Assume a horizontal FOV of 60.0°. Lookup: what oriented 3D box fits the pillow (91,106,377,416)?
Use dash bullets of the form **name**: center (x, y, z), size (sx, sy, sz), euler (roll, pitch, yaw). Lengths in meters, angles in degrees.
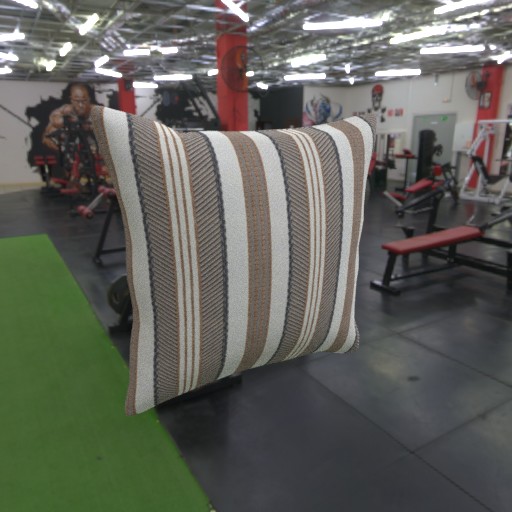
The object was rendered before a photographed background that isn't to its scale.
- **pillow**: center (0.000, 0.000, 0.638), size (0.416, 0.401, 0.173), euler (-8, 18, -27)
